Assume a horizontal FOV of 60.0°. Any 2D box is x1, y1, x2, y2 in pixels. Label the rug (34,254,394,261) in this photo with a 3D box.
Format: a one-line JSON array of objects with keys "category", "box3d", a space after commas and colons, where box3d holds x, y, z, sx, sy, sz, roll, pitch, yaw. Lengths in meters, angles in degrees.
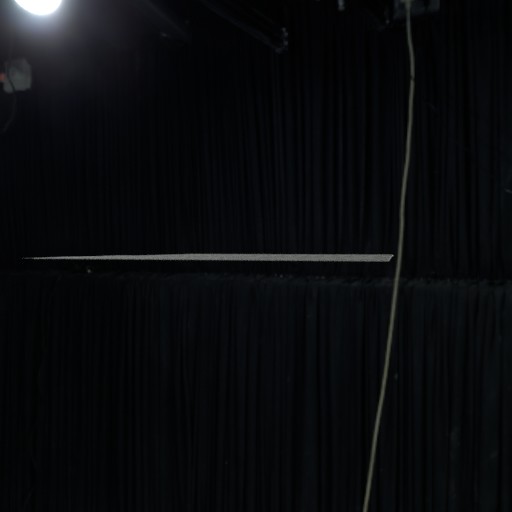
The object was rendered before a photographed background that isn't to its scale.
[{"category": "rug", "box3d": [0.000, 0.000, 4.018, 2.371, 0.012, 3.000, 0, 1, 18]}]
